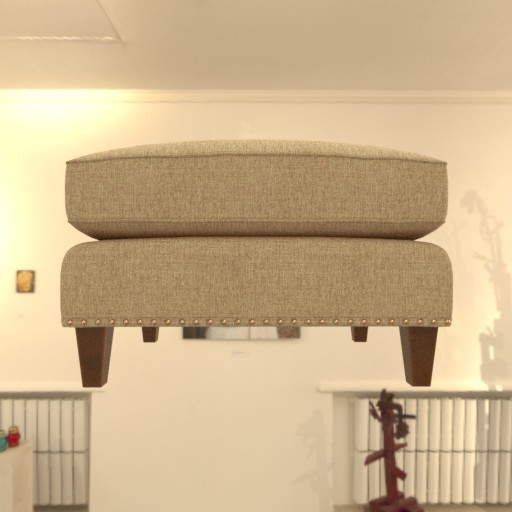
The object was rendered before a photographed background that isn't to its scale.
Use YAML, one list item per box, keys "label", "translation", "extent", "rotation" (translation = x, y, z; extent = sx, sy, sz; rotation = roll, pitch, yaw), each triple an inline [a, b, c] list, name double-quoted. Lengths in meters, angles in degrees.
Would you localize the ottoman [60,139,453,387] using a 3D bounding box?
- label: "ottoman"
  translation: [0.000, 0.000, 1.113]
  extent: [0.741, 0.513, 0.584]
  rotation: [0, -1, -1]
